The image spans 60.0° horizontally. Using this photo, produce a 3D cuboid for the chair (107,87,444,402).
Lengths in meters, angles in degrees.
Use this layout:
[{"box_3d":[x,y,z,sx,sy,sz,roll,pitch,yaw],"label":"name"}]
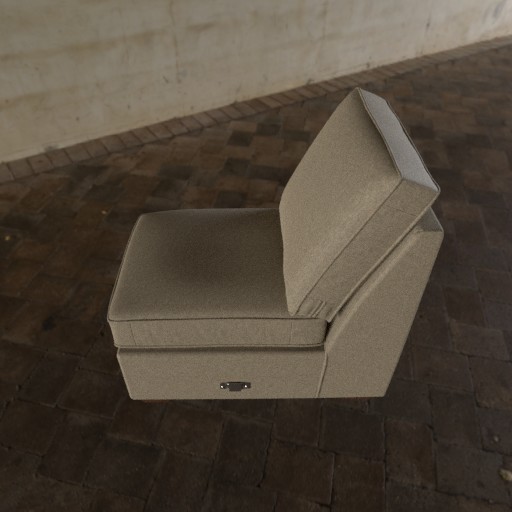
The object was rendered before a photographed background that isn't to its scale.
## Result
[{"box_3d":[0.000,0.000,1.674,1.020,1.058,0.674,-1,41,-1],"label":"chair"}]
